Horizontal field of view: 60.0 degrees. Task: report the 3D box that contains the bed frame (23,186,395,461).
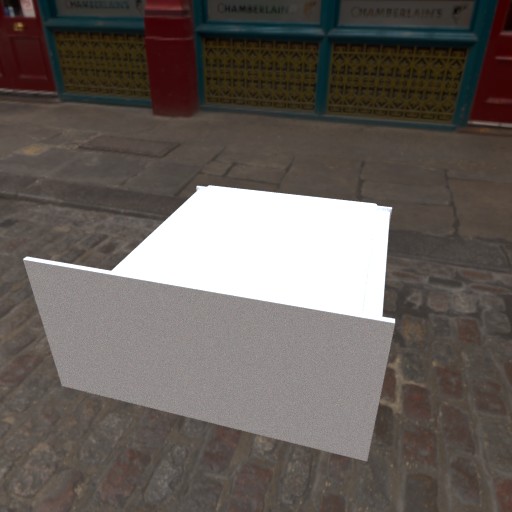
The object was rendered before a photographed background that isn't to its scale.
[{"bbox_3d":[0.000,0.000,2.820,1.622,0.800,1.960,8,31,14],"label":"bed frame"}]
